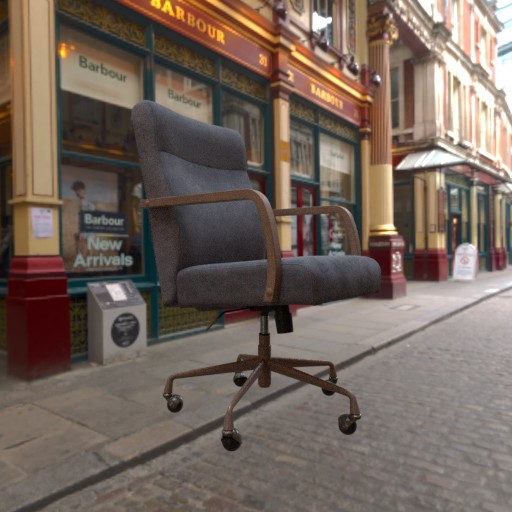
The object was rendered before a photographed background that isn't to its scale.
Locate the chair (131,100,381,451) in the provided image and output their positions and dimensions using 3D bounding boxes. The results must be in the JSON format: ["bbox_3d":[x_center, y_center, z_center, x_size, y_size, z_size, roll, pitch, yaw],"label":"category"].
[{"bbox_3d":[0.000,0.000,1.473,0.741,1.029,0.640,0,1,36],"label":"chair"}]
